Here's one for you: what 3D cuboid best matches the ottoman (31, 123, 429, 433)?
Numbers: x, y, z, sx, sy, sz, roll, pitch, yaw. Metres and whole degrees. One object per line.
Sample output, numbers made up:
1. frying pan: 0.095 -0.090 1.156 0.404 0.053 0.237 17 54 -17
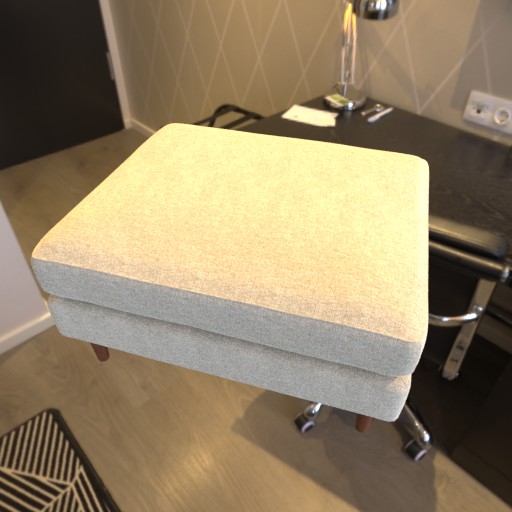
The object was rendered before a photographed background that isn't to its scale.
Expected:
1. ottoman: 0.000 0.000 1.198 0.821 0.474 0.693 11 42 13
